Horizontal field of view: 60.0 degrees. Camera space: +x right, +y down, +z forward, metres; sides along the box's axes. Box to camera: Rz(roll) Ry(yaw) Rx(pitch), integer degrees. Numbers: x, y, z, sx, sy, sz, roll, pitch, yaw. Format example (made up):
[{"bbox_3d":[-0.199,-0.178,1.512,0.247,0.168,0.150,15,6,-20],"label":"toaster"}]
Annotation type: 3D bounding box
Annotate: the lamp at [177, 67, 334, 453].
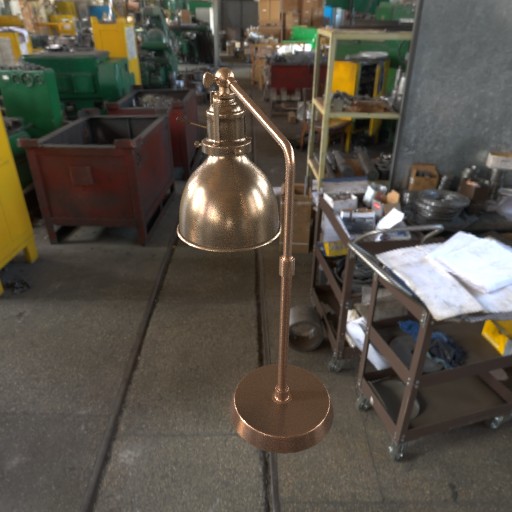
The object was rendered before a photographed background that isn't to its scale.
[{"bbox_3d":[0.000,0.000,0.594,0.153,0.456,0.286,-18,34,-30],"label":"lamp"}]
